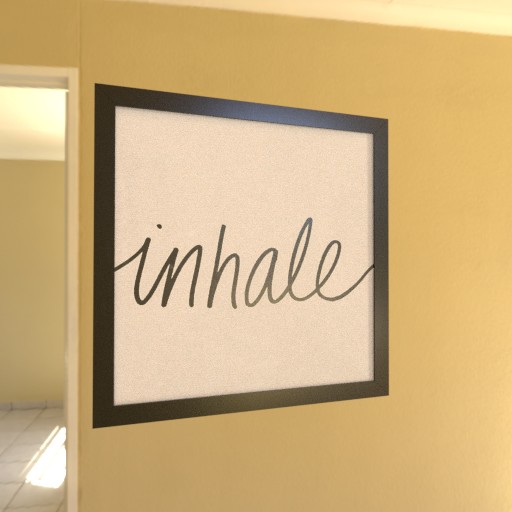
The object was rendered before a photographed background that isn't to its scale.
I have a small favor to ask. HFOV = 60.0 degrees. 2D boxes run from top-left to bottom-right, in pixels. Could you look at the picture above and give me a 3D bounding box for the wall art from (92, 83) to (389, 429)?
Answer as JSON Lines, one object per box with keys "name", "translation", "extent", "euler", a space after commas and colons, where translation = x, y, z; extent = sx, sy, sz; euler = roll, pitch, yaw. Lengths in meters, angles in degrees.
{"name": "wall art", "translation": [0.000, 0.000, 0.647], "extent": [0.446, 0.445, 0.014], "euler": [0, -1, -19]}
